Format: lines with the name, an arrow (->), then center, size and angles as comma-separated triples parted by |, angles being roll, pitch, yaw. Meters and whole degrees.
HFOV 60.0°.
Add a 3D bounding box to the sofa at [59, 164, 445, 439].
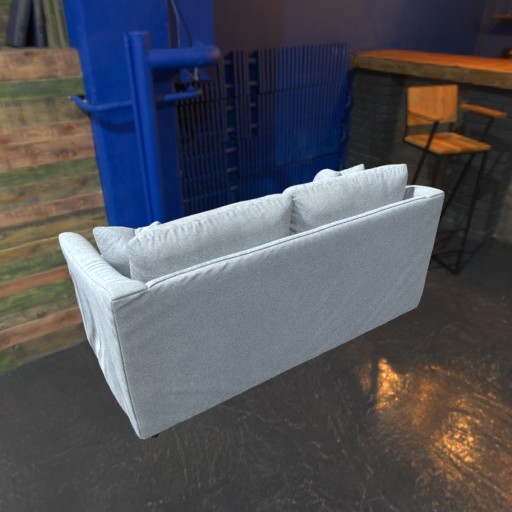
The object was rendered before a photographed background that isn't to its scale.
sofa -> 0.000, 0.000, 2.677 | 2.010, 1.018, 1.072 | -18, 34, -29
